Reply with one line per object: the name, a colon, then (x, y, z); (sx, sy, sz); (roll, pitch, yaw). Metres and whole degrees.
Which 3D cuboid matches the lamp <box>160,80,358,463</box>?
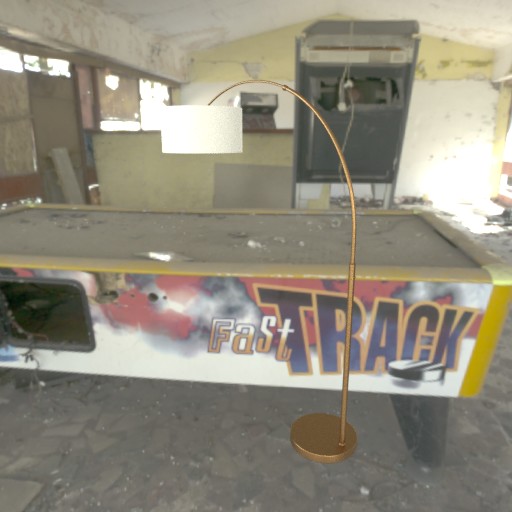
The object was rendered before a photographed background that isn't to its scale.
lamp: (0.000, 0.000, 2.590); (0.493, 1.927, 1.434); (-14, 21, -43)
